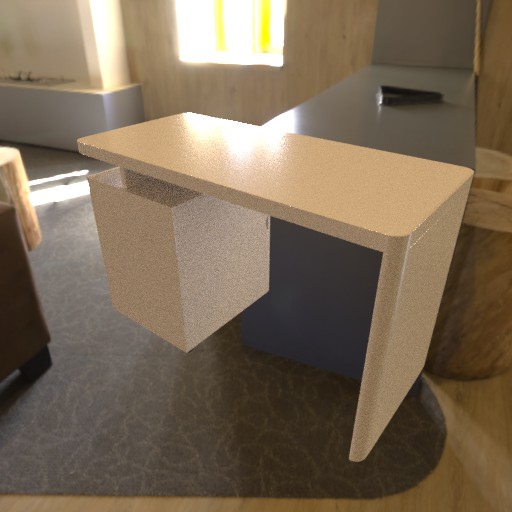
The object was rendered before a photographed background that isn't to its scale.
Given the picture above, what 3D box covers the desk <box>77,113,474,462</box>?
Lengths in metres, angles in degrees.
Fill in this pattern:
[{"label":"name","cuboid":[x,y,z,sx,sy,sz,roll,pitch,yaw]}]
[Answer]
[{"label":"desk","cuboid":[0.000,0.000,1.607,1.200,0.760,0.550,22,37,32]}]
